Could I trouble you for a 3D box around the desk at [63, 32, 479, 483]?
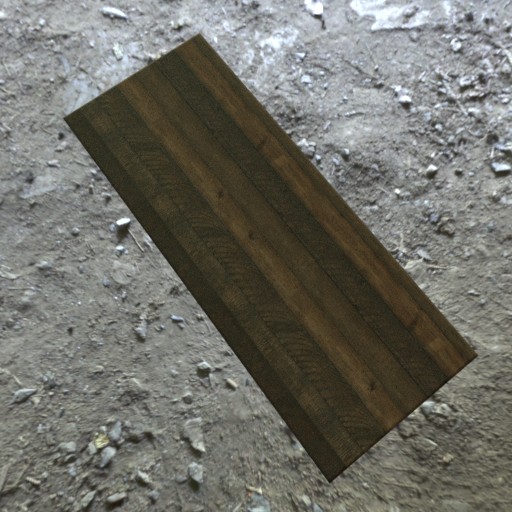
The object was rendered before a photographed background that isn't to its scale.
[{"bbox_3d":[0.000,0.000,1.887,0.617,0.753,1.538,-36,78,-9],"label":"desk"}]
